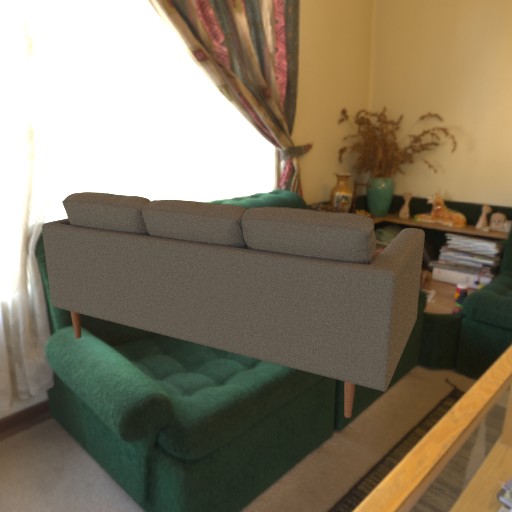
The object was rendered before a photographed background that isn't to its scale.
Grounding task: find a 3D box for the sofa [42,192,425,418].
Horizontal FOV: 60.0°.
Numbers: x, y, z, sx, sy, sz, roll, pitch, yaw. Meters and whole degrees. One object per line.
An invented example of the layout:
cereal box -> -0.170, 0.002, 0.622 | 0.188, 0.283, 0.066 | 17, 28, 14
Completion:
sofa -> 0.000, 0.000, 2.882 | 2.031, 0.897, 1.591 | 8, 18, 26
